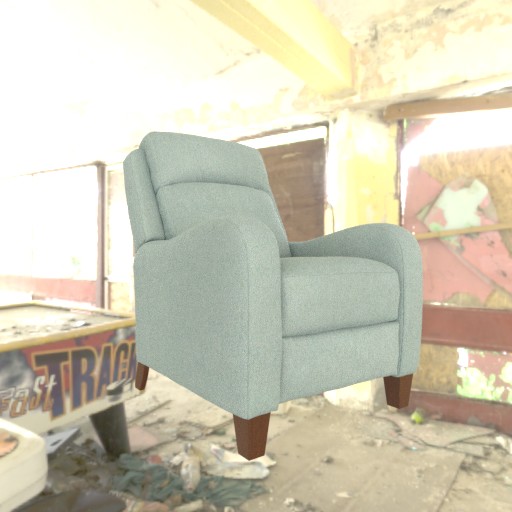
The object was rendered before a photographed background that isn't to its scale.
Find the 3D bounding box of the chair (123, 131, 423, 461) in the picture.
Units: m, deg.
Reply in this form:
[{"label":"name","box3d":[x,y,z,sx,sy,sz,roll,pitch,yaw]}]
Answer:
[{"label":"chair","box3d":[0.000,0.000,1.728,0.785,1.067,0.988,-1,1,-36]}]
